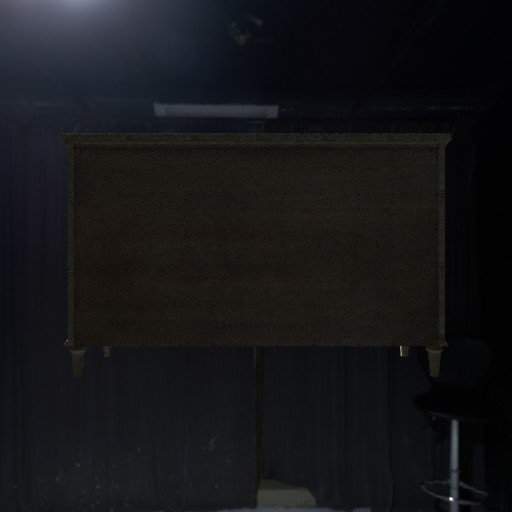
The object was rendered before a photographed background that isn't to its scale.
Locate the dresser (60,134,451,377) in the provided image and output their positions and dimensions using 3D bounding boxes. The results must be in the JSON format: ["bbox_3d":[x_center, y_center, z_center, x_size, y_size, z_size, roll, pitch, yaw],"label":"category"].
[{"bbox_3d":[0.000,0.000,2.071,1.626,1.016,0.457,0,0,0],"label":"dresser"}]
